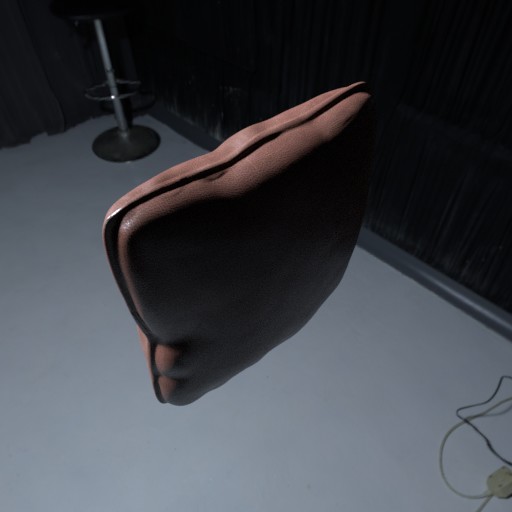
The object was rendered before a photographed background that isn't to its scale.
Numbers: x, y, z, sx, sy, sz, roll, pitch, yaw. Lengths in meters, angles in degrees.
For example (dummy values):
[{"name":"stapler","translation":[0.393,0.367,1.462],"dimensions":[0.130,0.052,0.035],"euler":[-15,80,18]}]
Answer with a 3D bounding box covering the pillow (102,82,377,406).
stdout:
[{"name":"pillow","translation":[0.000,0.000,0.826],"dimensions":[0.532,0.523,0.236],"euler":[-34,56,-27]}]
